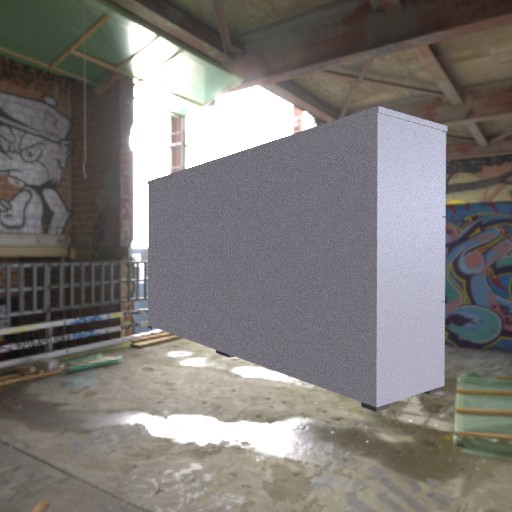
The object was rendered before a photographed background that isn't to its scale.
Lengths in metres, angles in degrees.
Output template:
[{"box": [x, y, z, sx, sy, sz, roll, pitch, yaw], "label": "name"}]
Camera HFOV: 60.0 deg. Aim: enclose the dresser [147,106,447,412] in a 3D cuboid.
[{"box": [0.000, 0.000, 1.862, 0.333, 0.790, 1.535, -1, 1, -36], "label": "dresser"}]
